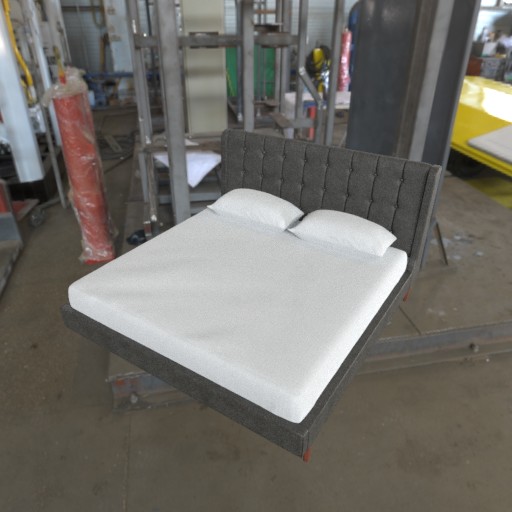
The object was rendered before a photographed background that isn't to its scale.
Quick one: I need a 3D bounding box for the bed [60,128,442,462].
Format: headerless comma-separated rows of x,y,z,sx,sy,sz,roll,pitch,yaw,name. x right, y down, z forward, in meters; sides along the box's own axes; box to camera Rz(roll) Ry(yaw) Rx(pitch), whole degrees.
0.000,0.000,3.210,1.903,1.158,2.031,18,35,28,bed
